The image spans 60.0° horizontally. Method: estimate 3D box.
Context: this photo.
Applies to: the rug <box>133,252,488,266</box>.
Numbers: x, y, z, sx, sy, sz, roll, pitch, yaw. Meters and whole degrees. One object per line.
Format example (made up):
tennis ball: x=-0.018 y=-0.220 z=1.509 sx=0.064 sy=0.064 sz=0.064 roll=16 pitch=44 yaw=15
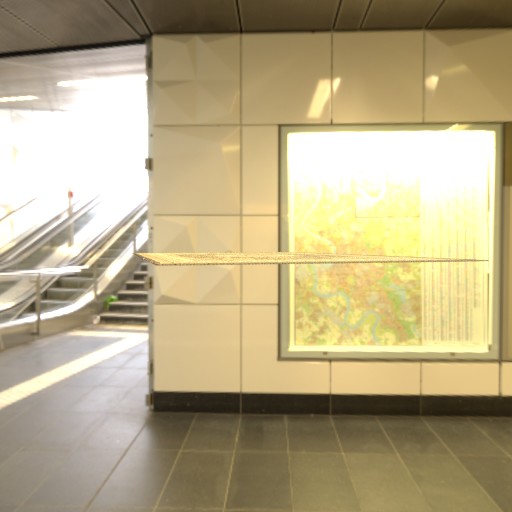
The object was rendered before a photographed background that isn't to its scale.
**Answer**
rug: x=0.000 y=0.000 z=4.197 sx=2.143 sy=0.015 sz=3.422 roll=0 pitch=2 yaw=-18
